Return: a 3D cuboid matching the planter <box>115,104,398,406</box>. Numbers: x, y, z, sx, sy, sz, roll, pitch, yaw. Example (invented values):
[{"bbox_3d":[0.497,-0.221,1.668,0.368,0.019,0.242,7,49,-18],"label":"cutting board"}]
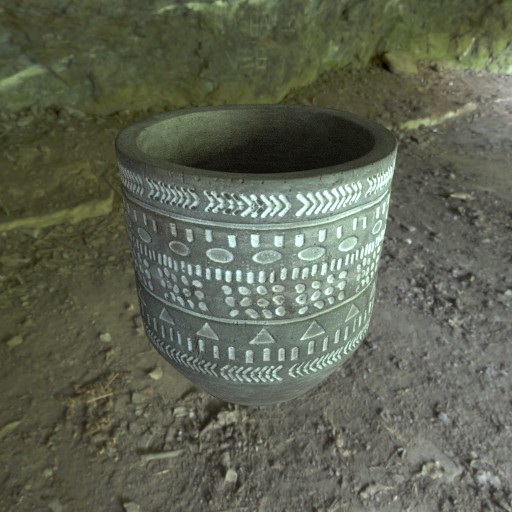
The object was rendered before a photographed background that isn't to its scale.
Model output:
[{"bbox_3d":[0.000,0.000,0.265,0.142,0.149,0.142,0,30,0],"label":"planter"}]
